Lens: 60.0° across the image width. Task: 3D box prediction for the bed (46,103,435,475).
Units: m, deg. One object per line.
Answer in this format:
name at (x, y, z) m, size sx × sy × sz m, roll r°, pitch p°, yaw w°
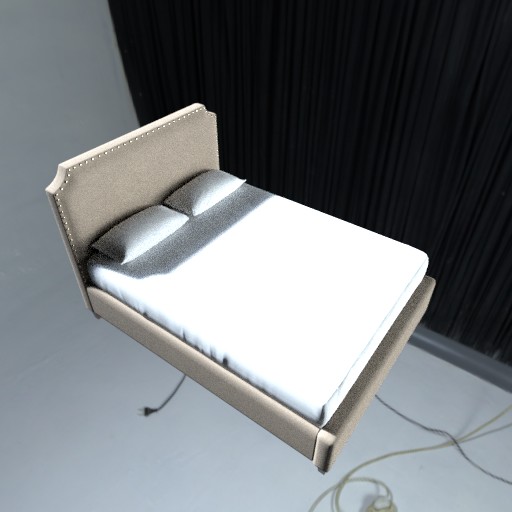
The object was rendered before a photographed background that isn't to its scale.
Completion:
bed at (0.000, 0.000, 3.373) m, size 2.329 × 1.415 × 1.703 m, roll 25°, pitch 46°, yaw 27°
